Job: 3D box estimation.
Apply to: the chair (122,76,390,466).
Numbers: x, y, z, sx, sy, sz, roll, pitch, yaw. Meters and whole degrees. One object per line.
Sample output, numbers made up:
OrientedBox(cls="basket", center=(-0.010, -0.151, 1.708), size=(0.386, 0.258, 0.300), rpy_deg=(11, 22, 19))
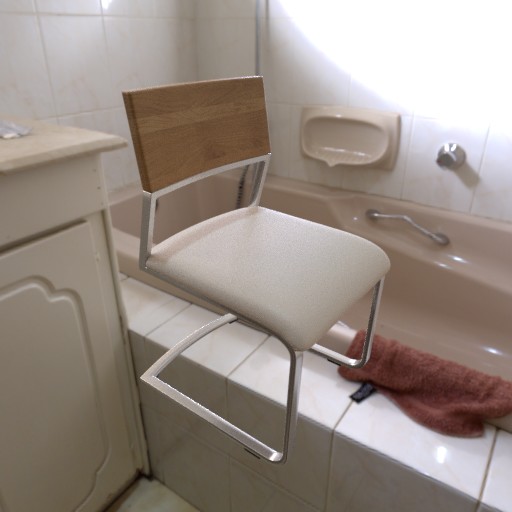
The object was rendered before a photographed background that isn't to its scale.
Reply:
OrientedBox(cls="chair", center=(0.000, 0.000, 1.176), size=(0.585, 0.844, 0.467), rpy_deg=(19, 32, 33))
